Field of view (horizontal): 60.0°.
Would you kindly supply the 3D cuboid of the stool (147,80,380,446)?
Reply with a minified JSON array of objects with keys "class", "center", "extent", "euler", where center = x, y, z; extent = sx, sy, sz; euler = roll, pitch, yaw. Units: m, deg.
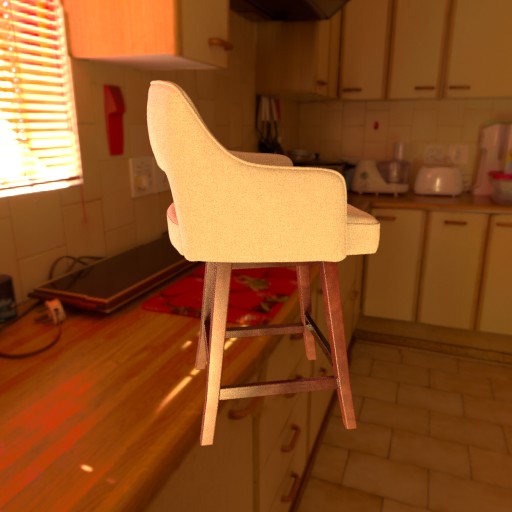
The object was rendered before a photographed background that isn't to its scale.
[{"class":"stool","center":[0.000,0.000,1.292],"extent":[0.560,0.936,0.550],"euler":[-3,17,-9]}]
